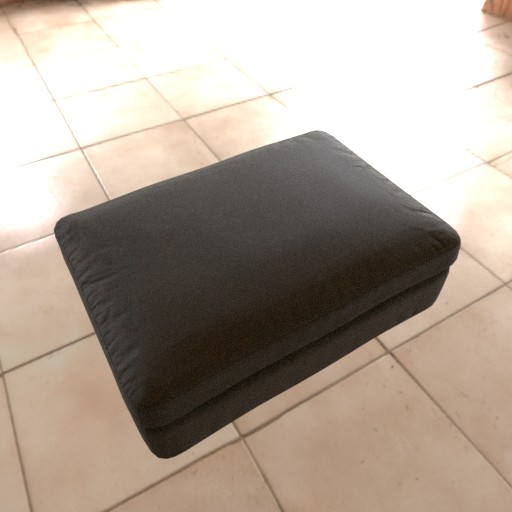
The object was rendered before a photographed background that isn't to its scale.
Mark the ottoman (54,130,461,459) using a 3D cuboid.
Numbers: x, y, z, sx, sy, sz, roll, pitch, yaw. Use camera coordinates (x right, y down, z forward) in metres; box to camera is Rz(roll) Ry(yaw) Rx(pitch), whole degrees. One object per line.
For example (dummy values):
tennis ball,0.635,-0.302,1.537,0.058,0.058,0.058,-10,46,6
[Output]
ottoman,0.000,0.000,1.607,1.199,0.429,0.840,-24,52,-21
